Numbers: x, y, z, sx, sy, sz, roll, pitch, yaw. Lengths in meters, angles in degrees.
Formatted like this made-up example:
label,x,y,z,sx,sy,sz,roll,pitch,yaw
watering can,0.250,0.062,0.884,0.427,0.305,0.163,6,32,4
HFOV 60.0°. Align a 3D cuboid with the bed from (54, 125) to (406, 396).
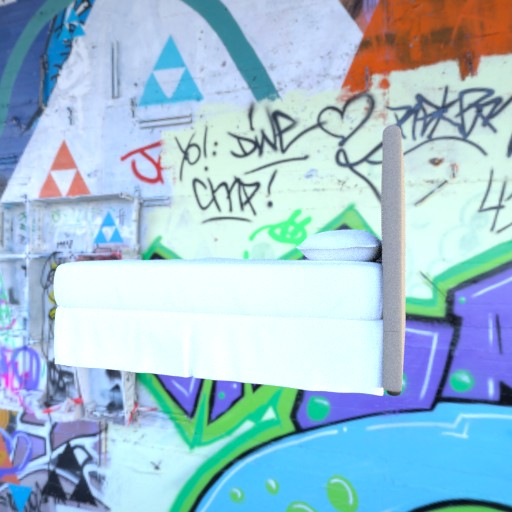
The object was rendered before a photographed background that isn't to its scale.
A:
label,x,y,z,sx,sy,sz,roll,pitch,yaw
bed,0.000,0.000,3.422,2.182,1.421,2.083,0,0,19
